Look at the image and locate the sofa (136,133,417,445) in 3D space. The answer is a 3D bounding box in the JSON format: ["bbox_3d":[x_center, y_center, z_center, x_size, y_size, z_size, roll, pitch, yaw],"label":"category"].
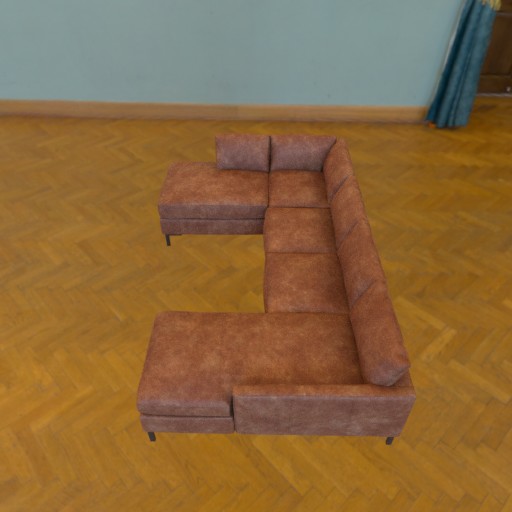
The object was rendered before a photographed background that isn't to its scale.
[{"bbox_3d":[0.000,0.000,3.826,1.939,0.900,2.956,1,42,1],"label":"sofa"}]
